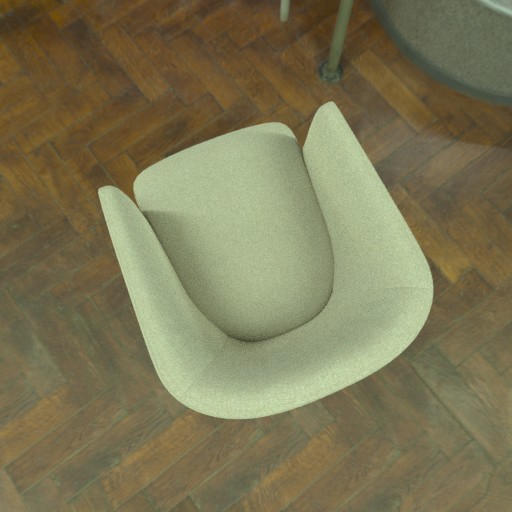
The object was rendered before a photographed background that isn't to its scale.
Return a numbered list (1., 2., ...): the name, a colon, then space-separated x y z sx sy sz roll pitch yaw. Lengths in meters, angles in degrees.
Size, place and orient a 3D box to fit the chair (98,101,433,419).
1. chair: 0.000 0.000 1.596 0.822 0.861 0.986 -22 76 -6
